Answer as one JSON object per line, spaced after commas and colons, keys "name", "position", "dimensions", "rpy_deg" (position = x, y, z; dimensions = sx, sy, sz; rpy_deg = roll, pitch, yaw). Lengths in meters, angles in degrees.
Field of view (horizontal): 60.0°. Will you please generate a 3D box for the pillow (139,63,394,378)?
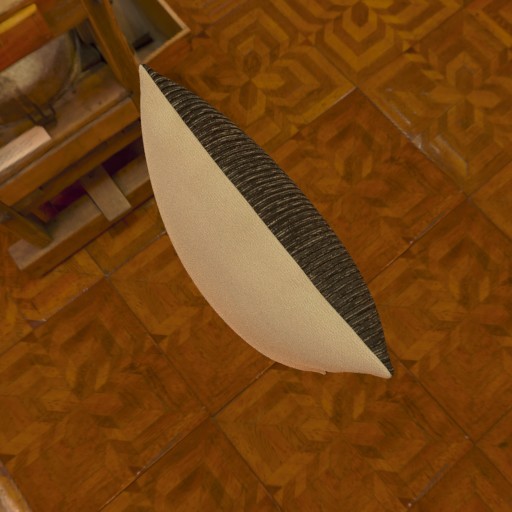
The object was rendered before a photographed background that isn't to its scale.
{"name": "pillow", "position": [0.000, 0.000, 0.667], "dimensions": [0.196, 0.434, 0.433], "rpy_deg": [-36, 78, -9]}
